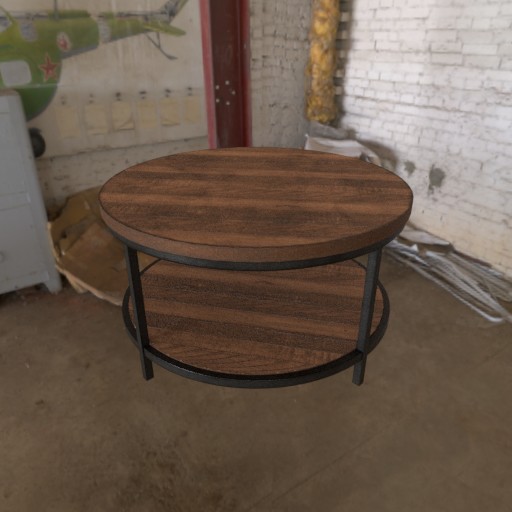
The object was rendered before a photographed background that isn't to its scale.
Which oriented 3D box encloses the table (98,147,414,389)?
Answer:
[{"bbox_3d":[0.000,0.000,1.339,0.837,0.462,0.837,0,27,0],"label":"table"}]
